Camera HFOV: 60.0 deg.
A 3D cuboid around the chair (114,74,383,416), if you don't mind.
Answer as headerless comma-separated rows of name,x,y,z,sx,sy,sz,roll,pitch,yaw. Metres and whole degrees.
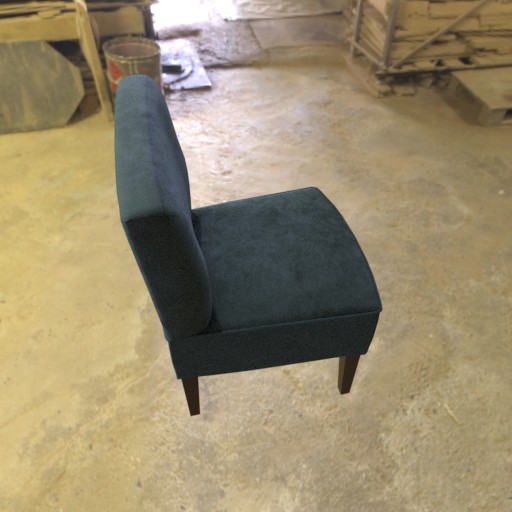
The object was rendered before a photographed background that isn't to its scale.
chair,0.000,0.000,1.161,0.551,0.806,0.521,-9,46,-9
